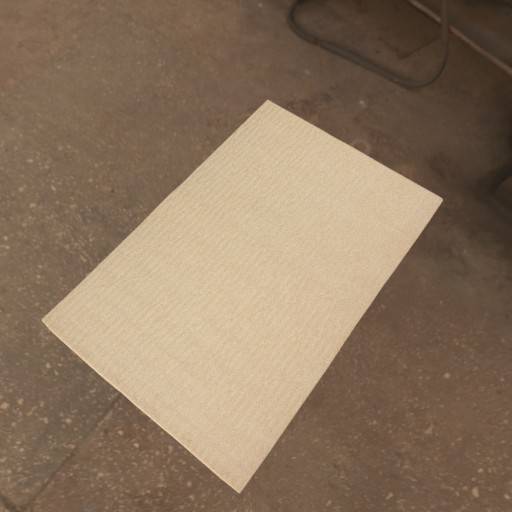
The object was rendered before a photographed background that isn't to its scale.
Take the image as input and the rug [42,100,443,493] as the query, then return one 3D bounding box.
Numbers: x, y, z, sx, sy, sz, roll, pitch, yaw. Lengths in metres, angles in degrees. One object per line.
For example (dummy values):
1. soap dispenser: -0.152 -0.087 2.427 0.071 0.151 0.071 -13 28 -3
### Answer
1. rug: 0.000 0.000 2.317 1.238 0.014 1.848 34 68 16
